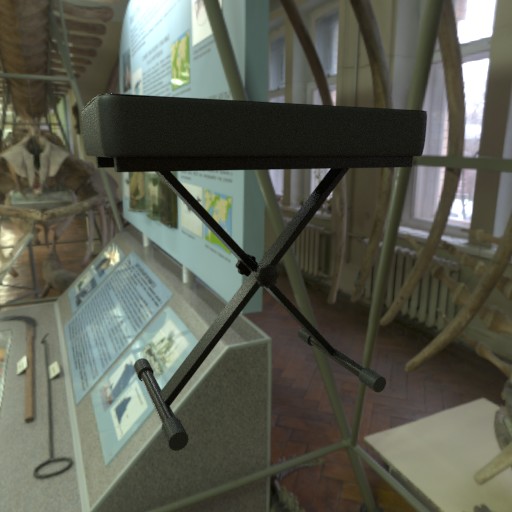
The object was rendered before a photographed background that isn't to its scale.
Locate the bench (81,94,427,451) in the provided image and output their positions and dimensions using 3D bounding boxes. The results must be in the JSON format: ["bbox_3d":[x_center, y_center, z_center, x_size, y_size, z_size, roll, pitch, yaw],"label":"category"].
[{"bbox_3d":[0.000,0.000,0.900,0.600,0.561,0.300,-6,14,-25],"label":"bench"}]
